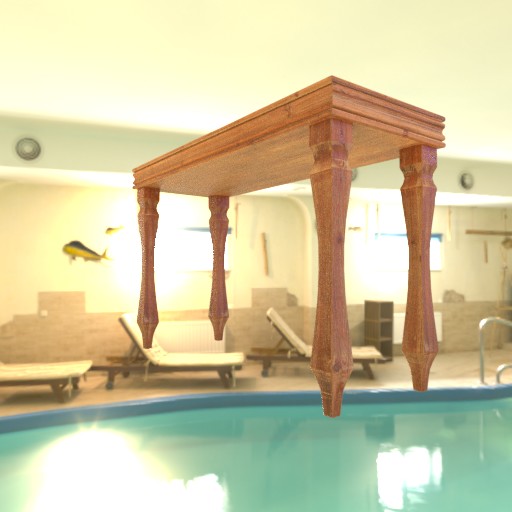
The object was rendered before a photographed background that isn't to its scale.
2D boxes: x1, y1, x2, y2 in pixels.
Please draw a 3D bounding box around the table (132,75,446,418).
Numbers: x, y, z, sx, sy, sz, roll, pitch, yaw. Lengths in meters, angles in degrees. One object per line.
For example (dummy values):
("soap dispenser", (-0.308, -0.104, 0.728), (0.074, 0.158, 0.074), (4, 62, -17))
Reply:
("table", (0.000, 0.000, 1.784), (0.522, 0.873, 1.330), (1, -2, -37))
